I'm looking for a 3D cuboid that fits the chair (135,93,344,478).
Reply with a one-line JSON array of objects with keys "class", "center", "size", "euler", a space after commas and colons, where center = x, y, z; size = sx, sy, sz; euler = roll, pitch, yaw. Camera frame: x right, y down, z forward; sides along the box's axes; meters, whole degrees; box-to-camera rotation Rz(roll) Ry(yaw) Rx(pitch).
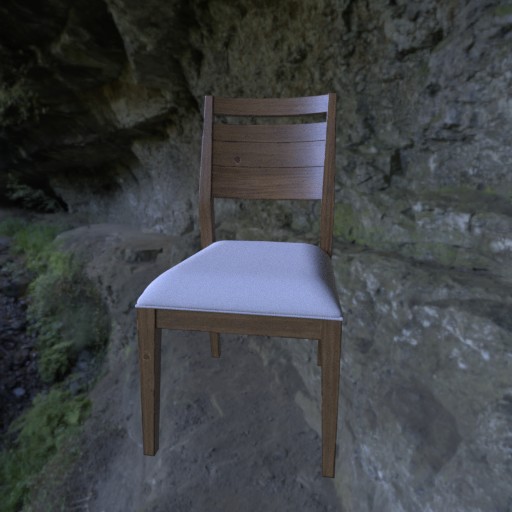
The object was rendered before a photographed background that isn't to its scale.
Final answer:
[{"class": "chair", "center": [0.000, 0.000, 1.291], "size": [0.497, 0.939, 0.610], "euler": [2, 15, 9]}]
